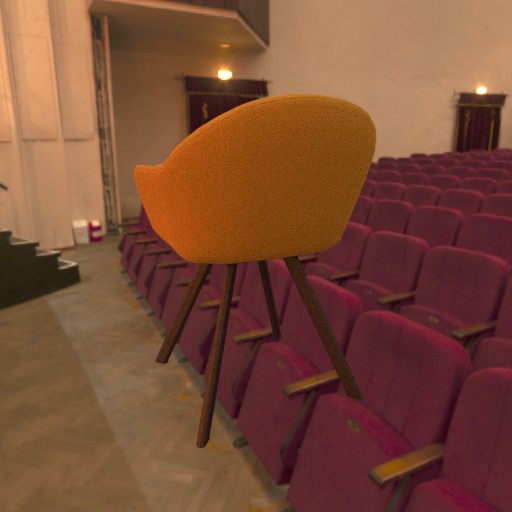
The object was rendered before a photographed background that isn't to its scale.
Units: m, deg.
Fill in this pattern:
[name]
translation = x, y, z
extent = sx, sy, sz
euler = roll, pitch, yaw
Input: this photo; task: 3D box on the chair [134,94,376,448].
[chair]
translation = 0.000, 0.000, 1.186
extent = 0.545, 0.775, 0.565
euler = -7, 16, -25
